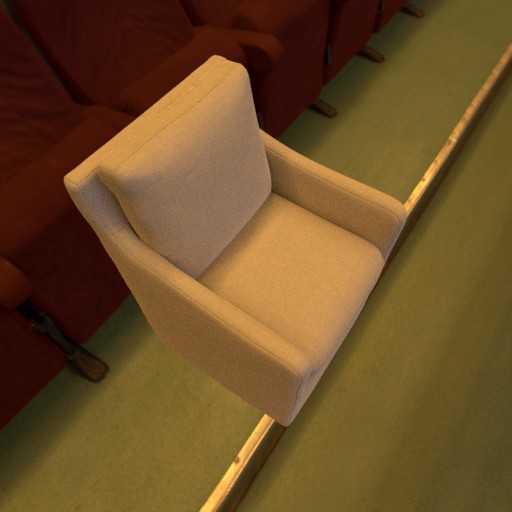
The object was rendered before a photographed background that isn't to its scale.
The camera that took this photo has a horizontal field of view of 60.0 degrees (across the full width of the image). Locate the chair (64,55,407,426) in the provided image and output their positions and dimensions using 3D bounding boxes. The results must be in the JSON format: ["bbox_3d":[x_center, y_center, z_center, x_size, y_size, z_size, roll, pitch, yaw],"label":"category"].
[{"bbox_3d":[0.000,0.000,1.371,0.694,0.914,0.626,30,62,18],"label":"chair"}]
